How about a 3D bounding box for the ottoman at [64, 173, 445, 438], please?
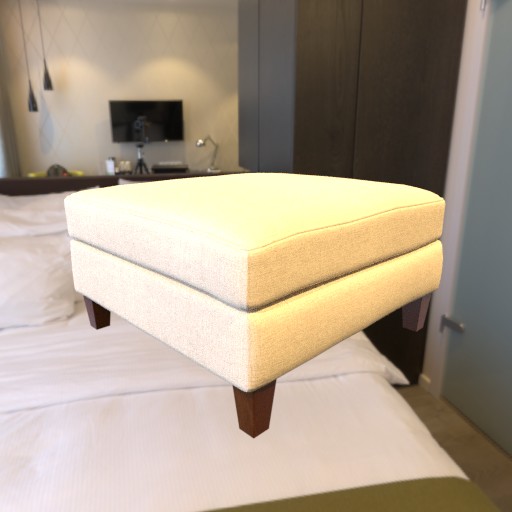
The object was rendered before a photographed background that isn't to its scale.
[{"bbox_3d":[0.000,0.000,1.368,0.838,0.478,0.838,-15,22,-42],"label":"ottoman"}]
